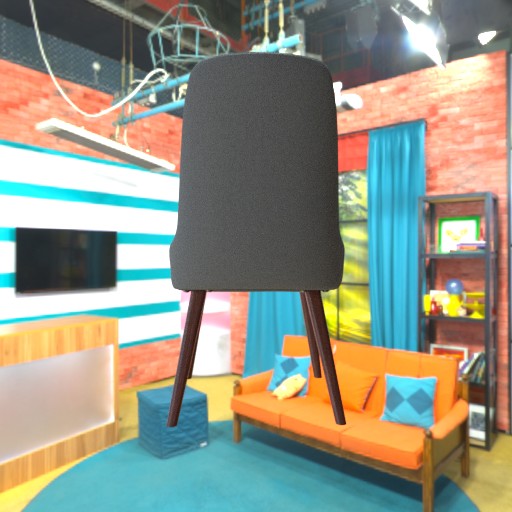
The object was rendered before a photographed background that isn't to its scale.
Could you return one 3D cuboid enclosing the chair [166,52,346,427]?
[{"bbox_3d":[0.000,0.000,1.340,0.535,0.918,0.707,0,0,-1],"label":"chair"}]
